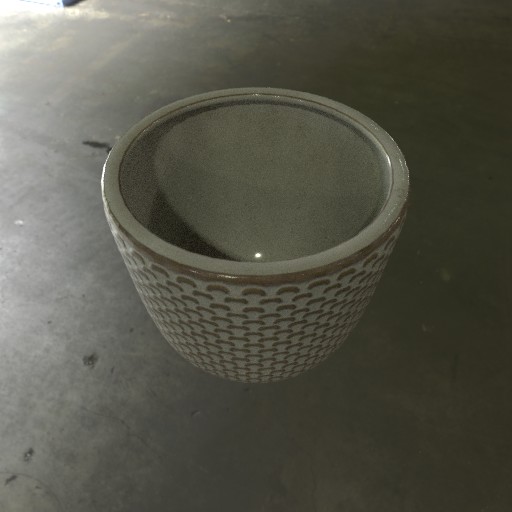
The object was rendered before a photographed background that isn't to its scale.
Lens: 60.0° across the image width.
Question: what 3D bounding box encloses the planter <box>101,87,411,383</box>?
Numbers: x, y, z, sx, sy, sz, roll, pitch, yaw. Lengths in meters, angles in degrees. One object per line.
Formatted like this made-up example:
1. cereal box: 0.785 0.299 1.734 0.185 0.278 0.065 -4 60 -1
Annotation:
1. planter: 0.000 0.000 0.248 0.139 0.130 0.139 0 48 0
